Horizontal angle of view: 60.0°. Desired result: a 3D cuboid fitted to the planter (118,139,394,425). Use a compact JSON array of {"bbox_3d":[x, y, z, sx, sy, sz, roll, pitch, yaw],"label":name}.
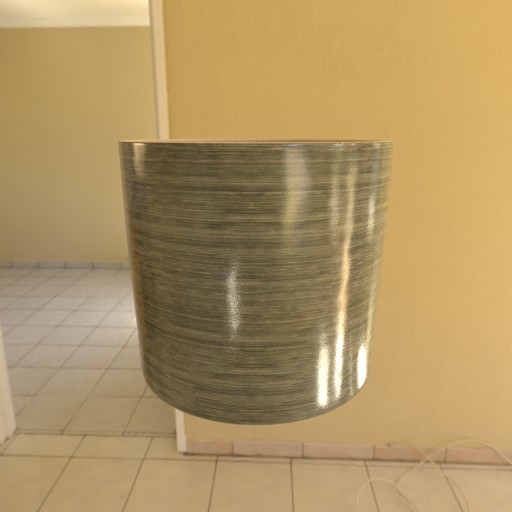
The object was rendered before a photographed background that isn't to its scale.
[{"bbox_3d":[0.000,0.000,0.398,0.221,0.201,0.221,0,15,0],"label":"planter"}]
